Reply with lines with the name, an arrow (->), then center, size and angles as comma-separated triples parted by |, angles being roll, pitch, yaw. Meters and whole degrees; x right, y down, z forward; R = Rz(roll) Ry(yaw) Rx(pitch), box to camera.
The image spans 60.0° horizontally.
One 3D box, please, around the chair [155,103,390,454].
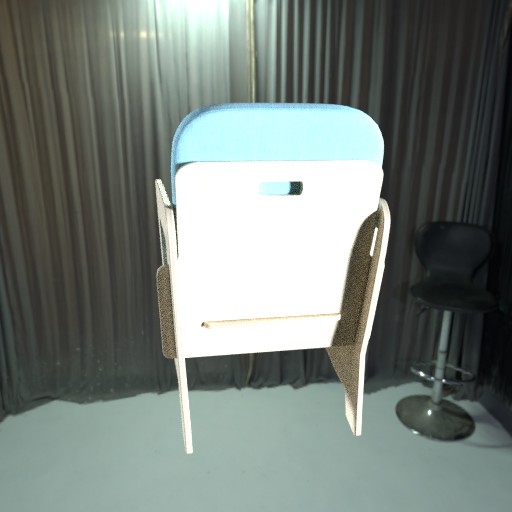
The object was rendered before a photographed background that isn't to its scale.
chair -> 0.000, 0.000, 1.275 | 0.590, 0.800, 0.710 | -2, 16, -8
